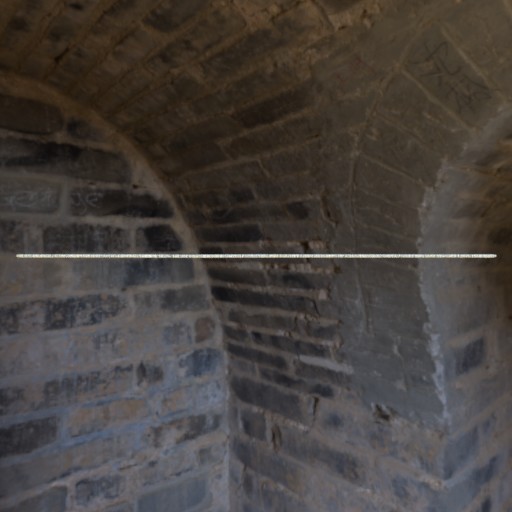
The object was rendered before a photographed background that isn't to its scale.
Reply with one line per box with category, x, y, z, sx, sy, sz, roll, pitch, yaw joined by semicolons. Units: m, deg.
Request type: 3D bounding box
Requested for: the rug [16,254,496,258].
rug;0.000;0.000;2.828;2.263;0.017;1.523;0;0;1
